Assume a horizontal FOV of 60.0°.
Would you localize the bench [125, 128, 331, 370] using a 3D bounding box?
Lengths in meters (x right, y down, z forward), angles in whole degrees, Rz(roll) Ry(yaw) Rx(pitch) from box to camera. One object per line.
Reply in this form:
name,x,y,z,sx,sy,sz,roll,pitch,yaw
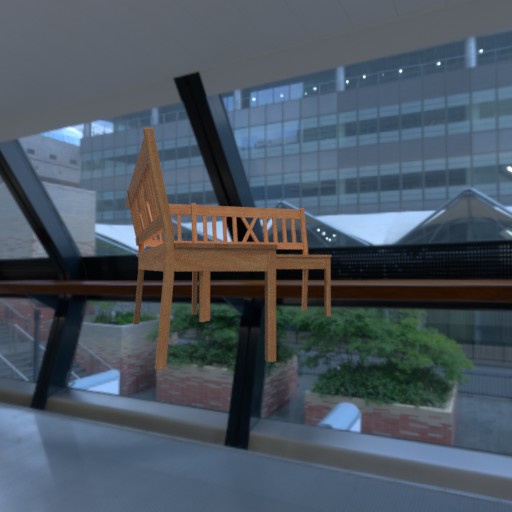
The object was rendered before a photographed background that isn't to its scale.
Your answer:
bench,0.000,0.000,2.797,1.537,0.902,1.937,0,-1,-19
